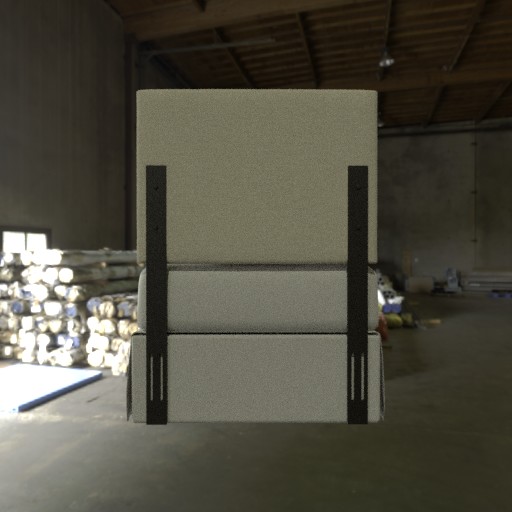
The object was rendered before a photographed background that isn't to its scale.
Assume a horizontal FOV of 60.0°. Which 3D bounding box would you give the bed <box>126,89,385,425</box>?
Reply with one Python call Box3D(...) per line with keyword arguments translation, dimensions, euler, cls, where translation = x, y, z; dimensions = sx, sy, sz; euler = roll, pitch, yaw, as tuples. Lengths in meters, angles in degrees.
Box3D(translation=(0.000, 0.000, 3.050), dimensions=(1.261, 1.571, 1.997), euler=(0, 0, 0), cls="bed")
